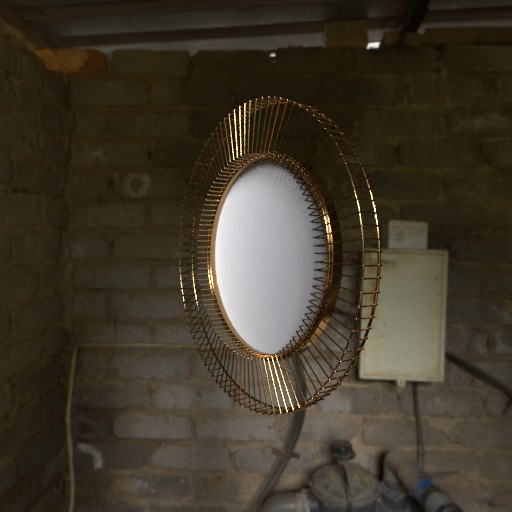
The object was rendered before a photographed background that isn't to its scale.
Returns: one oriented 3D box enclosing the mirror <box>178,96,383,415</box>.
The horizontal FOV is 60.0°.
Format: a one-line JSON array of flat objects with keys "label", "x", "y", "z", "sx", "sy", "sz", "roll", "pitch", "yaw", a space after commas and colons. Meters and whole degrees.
[{"label": "mirror", "x": 0.000, "y": 0.000, "z": 1.036, "sx": 0.067, "sy": 0.703, "sz": 0.703, "roll": -1, "pitch": 1, "yaw": -35}]
